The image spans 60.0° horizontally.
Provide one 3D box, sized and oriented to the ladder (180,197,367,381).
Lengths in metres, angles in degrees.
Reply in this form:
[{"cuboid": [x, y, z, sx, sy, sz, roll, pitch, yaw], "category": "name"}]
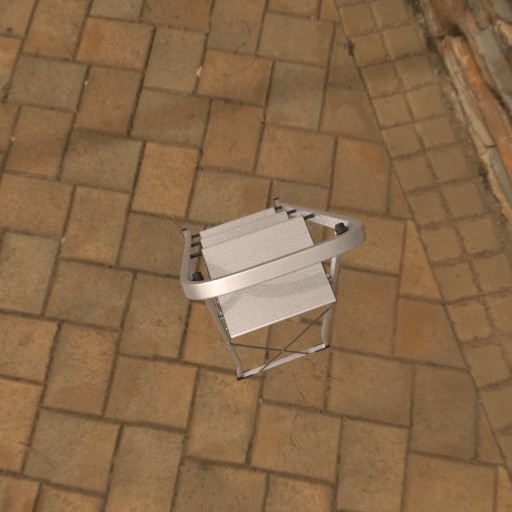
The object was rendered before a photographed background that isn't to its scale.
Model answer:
[{"cuboid": [0.000, 0.000, 1.409, 0.465, 1.070, 0.704, -19, 77, -5], "category": "ladder"}]
